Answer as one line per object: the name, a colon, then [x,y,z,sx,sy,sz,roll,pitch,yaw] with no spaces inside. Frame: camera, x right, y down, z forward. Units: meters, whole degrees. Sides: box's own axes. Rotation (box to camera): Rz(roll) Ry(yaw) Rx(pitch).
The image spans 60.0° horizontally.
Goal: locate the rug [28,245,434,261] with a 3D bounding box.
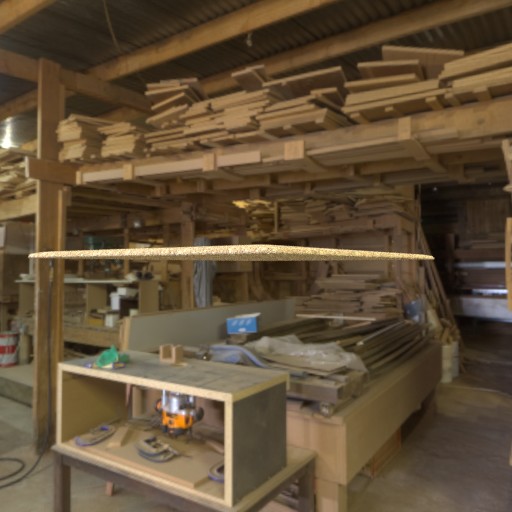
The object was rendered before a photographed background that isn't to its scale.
rug: [0.000,0.000,3.791,2.242,0.050,2.873,-1,-1,36]
